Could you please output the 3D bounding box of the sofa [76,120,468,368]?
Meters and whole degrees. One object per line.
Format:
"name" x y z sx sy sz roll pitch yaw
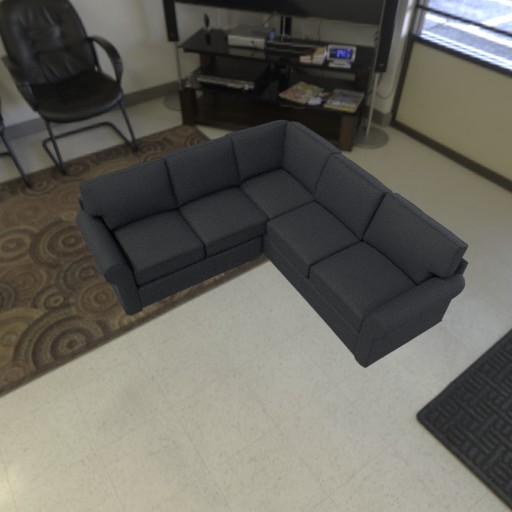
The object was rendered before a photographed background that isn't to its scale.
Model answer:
"sofa" 0.000 0.000 3.934 2.487 1.042 2.562 -23 49 -22
